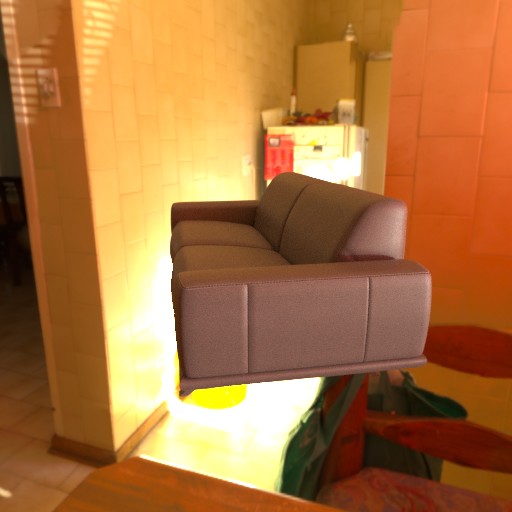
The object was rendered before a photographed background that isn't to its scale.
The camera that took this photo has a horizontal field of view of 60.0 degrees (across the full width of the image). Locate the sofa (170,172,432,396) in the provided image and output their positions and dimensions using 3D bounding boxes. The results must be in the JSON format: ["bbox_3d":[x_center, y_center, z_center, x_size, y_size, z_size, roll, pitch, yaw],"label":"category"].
[{"bbox_3d":[0.000,0.000,2.347,0.900,0.772,1.901,-3,15,-11],"label":"sofa"}]
